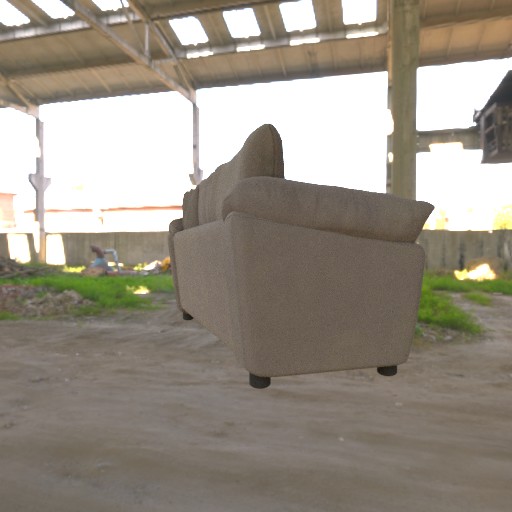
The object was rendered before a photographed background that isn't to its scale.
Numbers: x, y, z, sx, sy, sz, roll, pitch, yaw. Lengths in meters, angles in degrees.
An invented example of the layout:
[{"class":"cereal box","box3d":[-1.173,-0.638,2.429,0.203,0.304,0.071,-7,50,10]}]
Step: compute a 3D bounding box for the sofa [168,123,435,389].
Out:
[{"class":"sofa","box3d":[0.000,0.000,2.841,0.878,1.073,2.336,0,0,-18]}]
